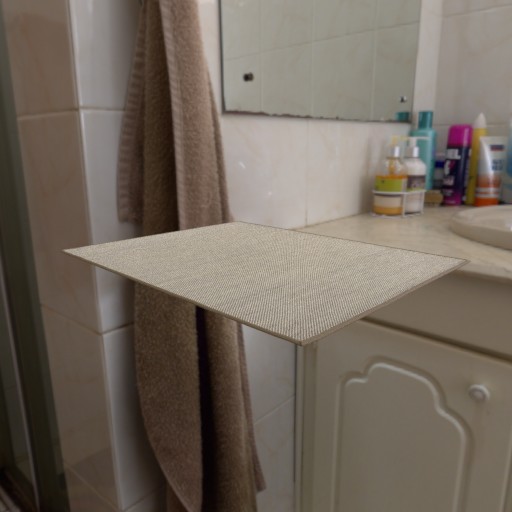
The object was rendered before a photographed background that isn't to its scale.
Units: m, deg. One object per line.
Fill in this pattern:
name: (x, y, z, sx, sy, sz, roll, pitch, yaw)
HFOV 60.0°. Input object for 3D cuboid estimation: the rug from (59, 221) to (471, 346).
rug: (0.000, 0.000, 4.126, 3.041, 0.020, 2.413, 13, 19, 43)
